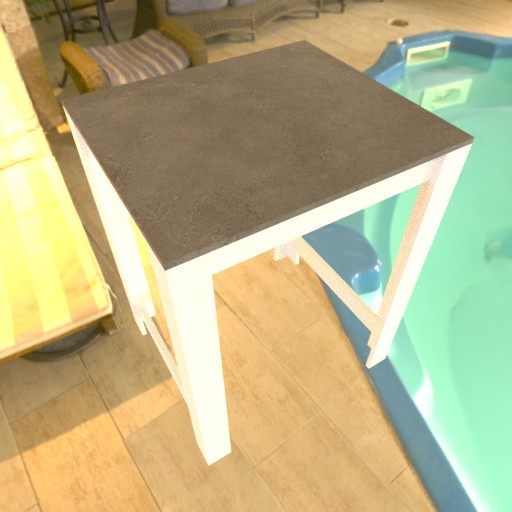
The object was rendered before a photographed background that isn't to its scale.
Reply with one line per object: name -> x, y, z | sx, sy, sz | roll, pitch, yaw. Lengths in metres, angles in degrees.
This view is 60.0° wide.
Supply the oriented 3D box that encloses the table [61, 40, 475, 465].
table -> 0.000, 0.000, 1.493 | 0.800, 1.020, 0.700 | -24, 51, -21
